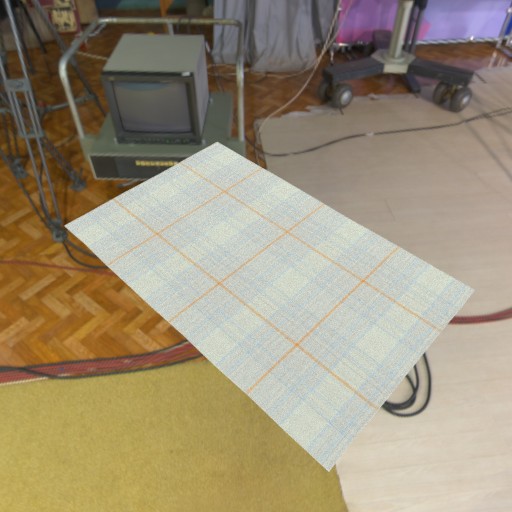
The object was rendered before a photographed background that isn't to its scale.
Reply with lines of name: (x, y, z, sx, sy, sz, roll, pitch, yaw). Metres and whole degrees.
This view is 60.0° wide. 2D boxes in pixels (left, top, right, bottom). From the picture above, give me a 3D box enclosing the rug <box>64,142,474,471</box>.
rug: (0.000, 0.000, 3.054, 2.442, 0.016, 1.527, 35, 57, 28)
